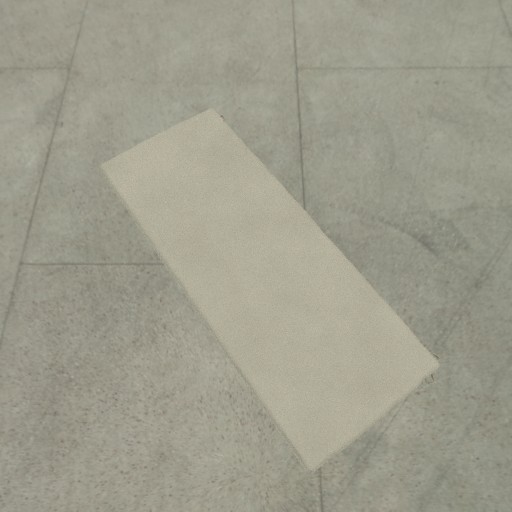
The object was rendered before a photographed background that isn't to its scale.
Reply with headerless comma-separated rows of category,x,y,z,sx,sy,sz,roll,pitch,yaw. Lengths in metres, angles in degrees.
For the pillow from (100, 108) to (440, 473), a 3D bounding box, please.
pillow,0.000,0.000,1.367,0.492,0.081,1.187,-33,68,-15
